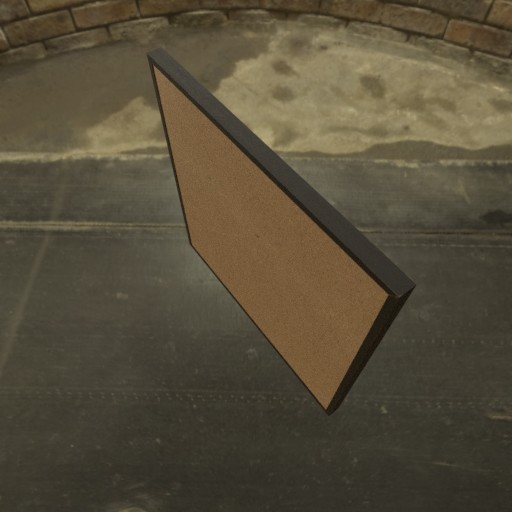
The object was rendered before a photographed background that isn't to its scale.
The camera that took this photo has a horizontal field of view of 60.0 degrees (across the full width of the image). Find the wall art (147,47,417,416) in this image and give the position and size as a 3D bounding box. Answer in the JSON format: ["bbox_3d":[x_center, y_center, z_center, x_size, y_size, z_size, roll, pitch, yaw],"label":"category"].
[{"bbox_3d":[0.000,0.000,1.150,0.038,0.762,0.762,-32,63,-19],"label":"wall art"}]
